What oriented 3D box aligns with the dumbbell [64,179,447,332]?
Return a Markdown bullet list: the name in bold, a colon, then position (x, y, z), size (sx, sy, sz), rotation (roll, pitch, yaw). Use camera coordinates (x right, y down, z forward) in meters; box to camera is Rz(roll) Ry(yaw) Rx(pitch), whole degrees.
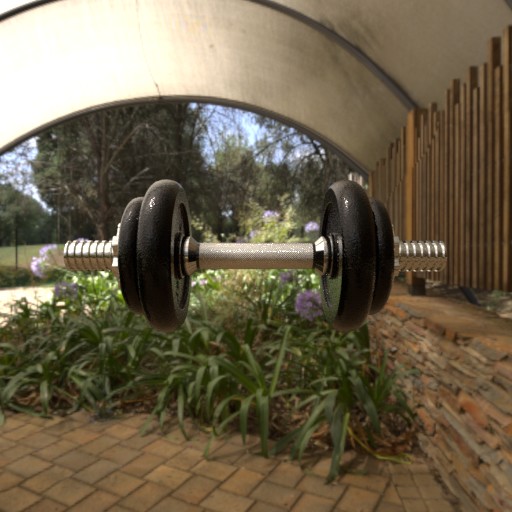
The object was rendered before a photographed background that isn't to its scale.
- **dumbbell**: position (0.000, 0.000, 0.594), size (0.497, 0.202, 0.202), rotation (0, 1, -1)
